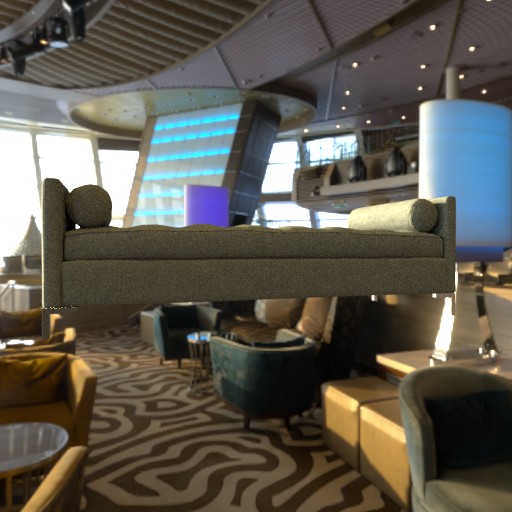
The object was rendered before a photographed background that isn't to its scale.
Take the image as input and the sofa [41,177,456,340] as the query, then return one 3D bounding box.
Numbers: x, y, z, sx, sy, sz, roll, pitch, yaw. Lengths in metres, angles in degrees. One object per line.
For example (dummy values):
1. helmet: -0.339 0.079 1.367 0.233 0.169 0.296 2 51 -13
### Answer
1. sofa: 0.000 0.000 2.481 2.102 0.657 0.797 0 1 -18
